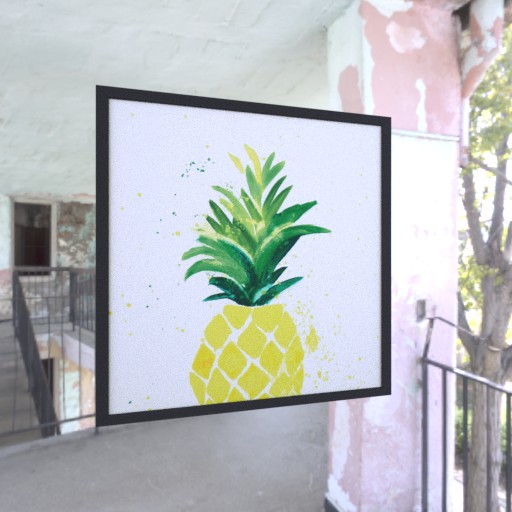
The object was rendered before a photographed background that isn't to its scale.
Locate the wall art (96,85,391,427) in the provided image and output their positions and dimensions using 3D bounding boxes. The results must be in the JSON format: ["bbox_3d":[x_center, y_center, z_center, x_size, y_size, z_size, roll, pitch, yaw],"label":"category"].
[{"bbox_3d":[0.000,0.000,0.748,0.508,0.507,0.033,0,0,-18],"label":"wall art"}]
